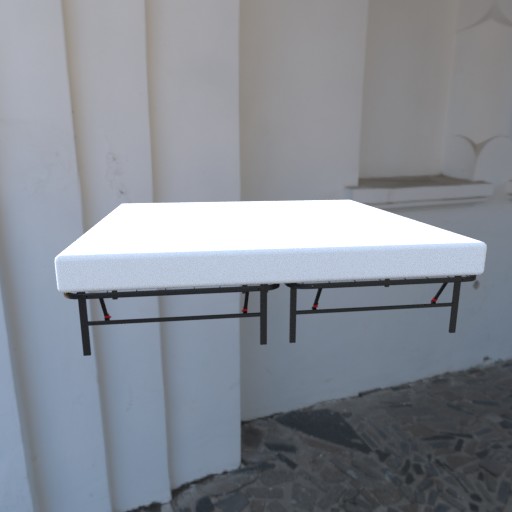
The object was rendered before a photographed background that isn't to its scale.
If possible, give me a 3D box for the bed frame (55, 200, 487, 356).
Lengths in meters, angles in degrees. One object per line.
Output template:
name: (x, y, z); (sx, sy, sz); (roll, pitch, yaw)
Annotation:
bed frame: (0.000, 0.000, 3.016); (2.033, 0.525, 1.935); (-2, 14, -8)
